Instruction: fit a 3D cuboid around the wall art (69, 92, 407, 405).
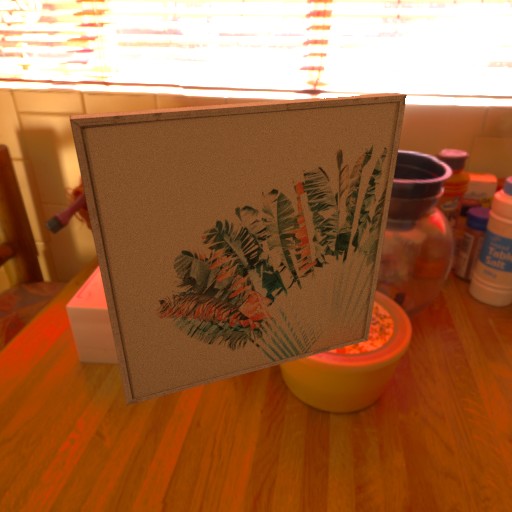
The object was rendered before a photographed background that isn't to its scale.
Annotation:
[{"bbox_3d":[0.000,0.000,1.148,0.760,0.757,0.038,-10,31,-18],"label":"wall art"}]
